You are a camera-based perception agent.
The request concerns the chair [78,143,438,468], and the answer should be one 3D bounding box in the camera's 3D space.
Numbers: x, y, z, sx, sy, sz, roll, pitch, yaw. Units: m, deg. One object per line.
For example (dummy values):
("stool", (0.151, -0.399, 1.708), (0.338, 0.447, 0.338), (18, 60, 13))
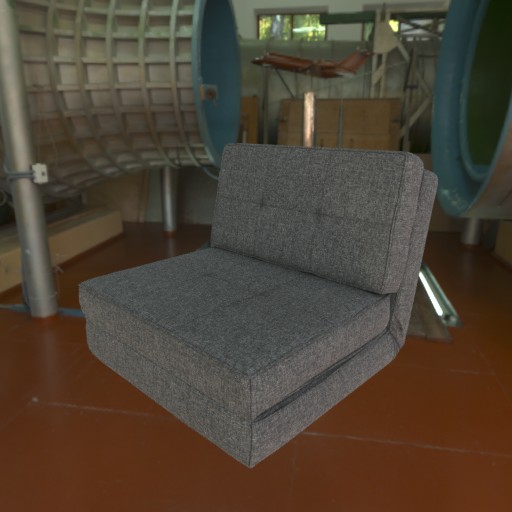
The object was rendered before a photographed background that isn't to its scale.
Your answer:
("chair", (0.000, 0.000, 1.316), (0.740, 0.615, 0.800), (16, 23, 42))
